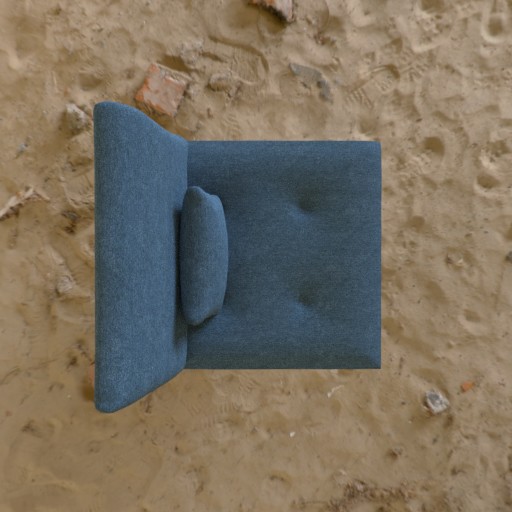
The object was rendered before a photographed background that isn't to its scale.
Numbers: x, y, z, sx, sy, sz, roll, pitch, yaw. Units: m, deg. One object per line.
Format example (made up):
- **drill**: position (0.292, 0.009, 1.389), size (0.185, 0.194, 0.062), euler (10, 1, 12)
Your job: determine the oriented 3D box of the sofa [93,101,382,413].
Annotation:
- **sofa**: position (0.000, 0.000, 1.659), size (1.000, 0.820, 0.930), euler (0, 91, 0)
